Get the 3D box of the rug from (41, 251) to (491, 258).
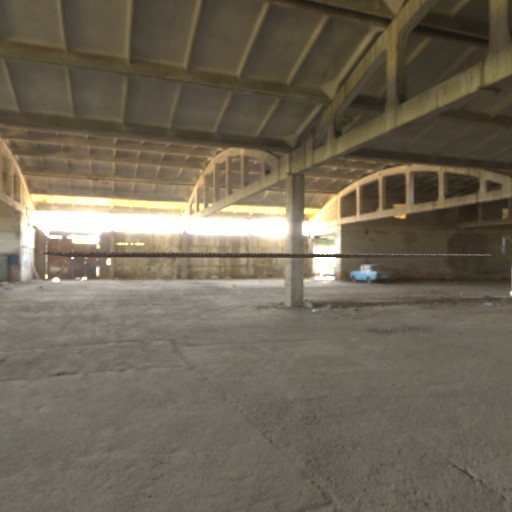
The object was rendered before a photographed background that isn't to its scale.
[{"bbox_3d":[0.000,0.000,2.994,2.464,0.010,1.549,0,-1,-19],"label":"rug"}]
